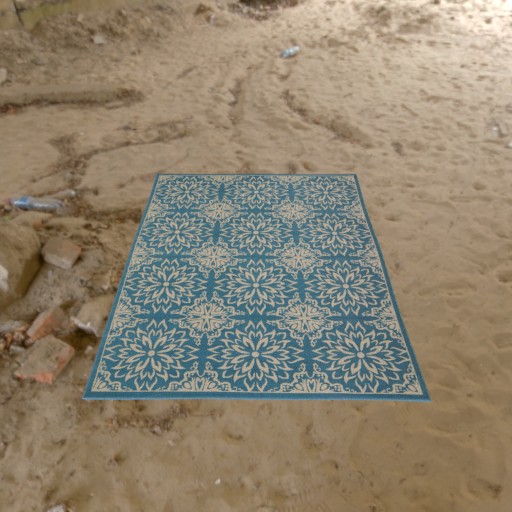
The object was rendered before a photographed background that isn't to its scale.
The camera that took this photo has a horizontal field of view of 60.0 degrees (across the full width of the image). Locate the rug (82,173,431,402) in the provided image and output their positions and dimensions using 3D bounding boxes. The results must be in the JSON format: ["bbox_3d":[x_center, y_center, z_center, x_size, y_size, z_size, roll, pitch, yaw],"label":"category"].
[{"bbox_3d":[0.000,0.000,4.080,2.350,0.018,2.964,0,41,0],"label":"rug"}]
